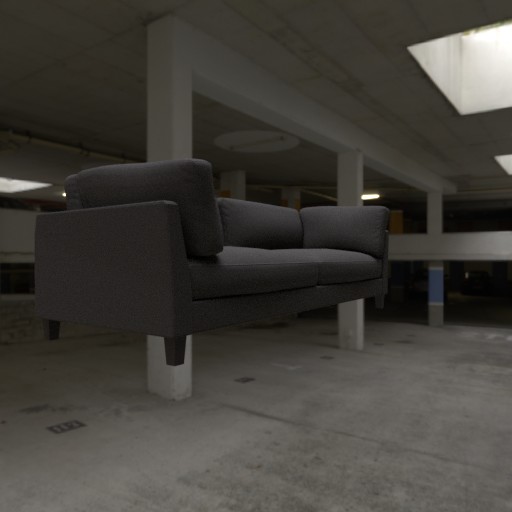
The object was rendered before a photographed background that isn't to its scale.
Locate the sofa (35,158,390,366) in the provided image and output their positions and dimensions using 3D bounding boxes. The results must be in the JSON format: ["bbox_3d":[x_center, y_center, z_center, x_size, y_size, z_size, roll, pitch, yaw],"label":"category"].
[{"bbox_3d":[0.000,0.000,2.728,0.969,0.792,2.312,0,0,35],"label":"sofa"}]
